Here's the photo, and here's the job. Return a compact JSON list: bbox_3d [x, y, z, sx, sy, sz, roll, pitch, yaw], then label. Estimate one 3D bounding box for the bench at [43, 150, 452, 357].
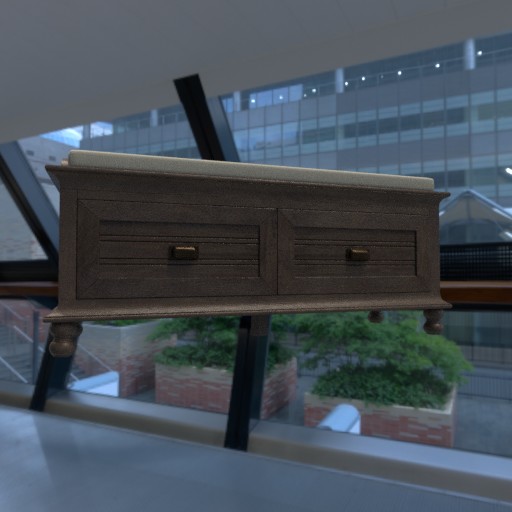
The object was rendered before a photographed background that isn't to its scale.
[{"bbox_3d":[0.000,0.000,1.415,1.185,0.501,0.402,1,-2,-19],"label":"bench"}]
